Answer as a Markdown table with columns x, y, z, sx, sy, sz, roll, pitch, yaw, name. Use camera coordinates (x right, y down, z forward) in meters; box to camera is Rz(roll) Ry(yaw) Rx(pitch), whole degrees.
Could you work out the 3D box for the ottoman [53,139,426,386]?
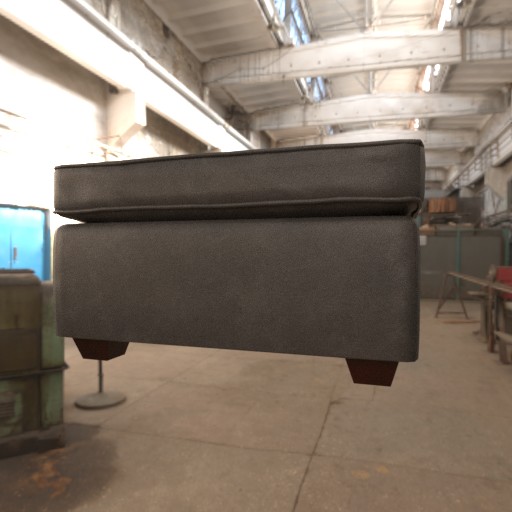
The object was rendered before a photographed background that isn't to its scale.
| x | y | z | sx | sy | sz | roll | pitch | yaw | name |
| --- | --- | --- | --- | --- | --- | --- | --- | --- | --- |
| 0.000 | 0.000 | 1.075 | 0.756 | 0.445 | 0.554 | 0 | 1 | 18 | ottoman |
